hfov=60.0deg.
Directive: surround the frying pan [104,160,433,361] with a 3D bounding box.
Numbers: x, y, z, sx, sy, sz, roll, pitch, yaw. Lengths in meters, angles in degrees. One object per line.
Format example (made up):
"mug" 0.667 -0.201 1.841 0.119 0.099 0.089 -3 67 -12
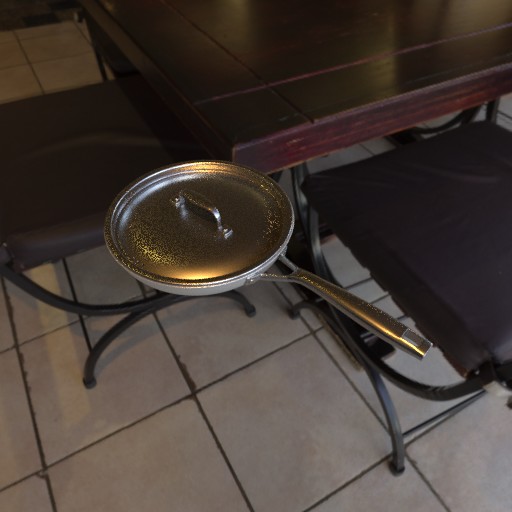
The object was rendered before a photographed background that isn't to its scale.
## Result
"frying pan" 0.000 0.000 0.601 0.490 0.086 0.272 33 55 27
